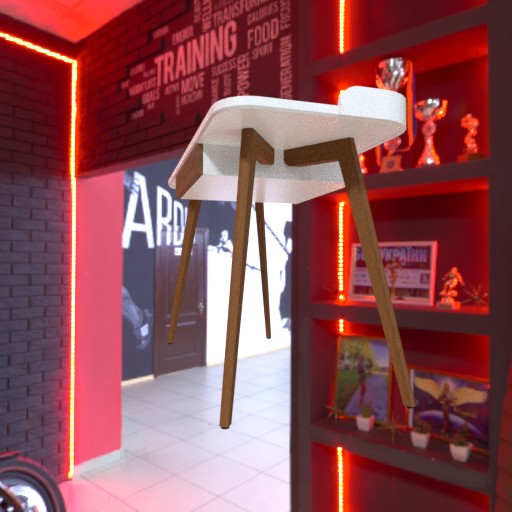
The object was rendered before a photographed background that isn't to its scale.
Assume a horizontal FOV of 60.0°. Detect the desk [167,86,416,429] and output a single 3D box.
[{"bbox_3d":[0.000,0.000,1.628,0.534,0.807,1.206,0,-1,-17],"label":"desk"}]
